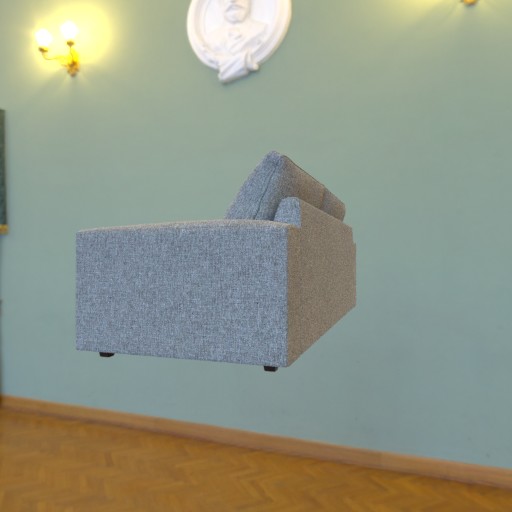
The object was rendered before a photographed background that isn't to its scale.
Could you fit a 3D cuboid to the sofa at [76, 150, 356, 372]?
[{"bbox_3d":[0.000,0.000,2.899,1.040,0.922,2.299,0,0,19],"label":"sofa"}]
